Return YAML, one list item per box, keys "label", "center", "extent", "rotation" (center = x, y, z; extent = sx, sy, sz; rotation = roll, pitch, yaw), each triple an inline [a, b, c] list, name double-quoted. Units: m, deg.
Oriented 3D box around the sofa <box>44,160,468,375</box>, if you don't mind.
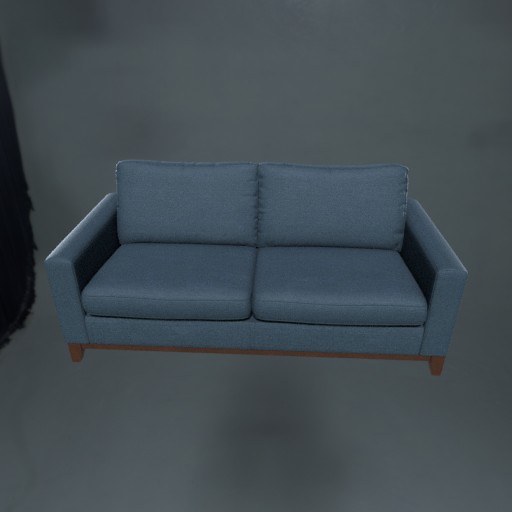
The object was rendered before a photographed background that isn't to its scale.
- label: "sofa"
  center: [0.000, 0.000, 2.389]
  extent: [1.900, 0.865, 0.877]
  rotation: [1, 29, 3]
